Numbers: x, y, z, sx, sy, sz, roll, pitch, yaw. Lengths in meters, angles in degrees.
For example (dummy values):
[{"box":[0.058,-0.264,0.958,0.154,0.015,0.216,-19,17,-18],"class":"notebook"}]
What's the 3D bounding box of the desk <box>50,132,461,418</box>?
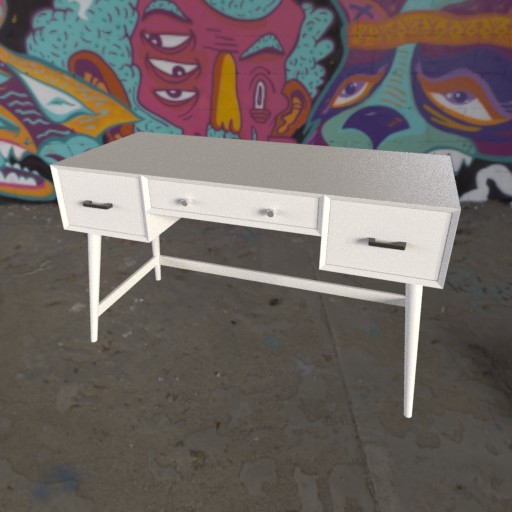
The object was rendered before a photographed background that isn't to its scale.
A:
[{"box":[0.000,0.000,1.749,1.313,0.762,0.589,9,29,16],"class":"desk"}]
